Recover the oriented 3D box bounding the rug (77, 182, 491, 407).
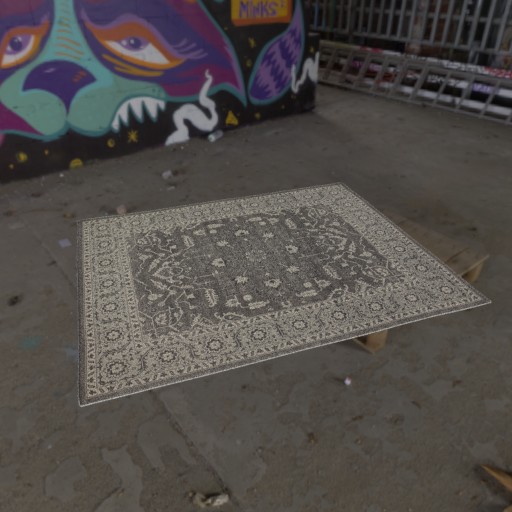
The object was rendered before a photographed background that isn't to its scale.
[{"bbox_3d":[0.000,0.000,4.013,3.069,0.026,2.451,-11,34,-16],"label":"rug"}]
